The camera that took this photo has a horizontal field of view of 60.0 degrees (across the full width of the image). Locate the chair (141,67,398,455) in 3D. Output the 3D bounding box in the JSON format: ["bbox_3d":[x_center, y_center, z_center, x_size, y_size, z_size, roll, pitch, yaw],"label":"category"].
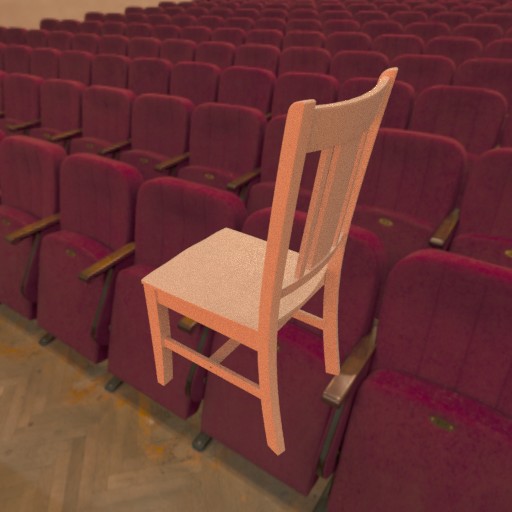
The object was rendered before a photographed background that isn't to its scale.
[{"bbox_3d":[0.000,0.000,1.275,0.555,0.998,0.450,20,37,29],"label":"chair"}]
